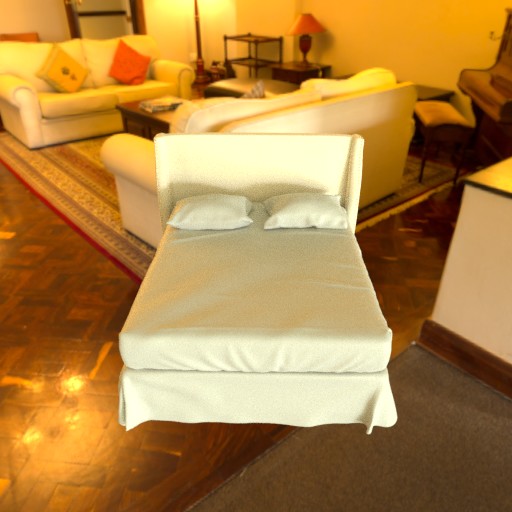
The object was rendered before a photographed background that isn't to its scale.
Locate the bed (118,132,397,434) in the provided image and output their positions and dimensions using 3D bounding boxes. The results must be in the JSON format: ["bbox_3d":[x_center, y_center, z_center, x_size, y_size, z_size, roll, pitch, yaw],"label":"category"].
[{"bbox_3d":[0.000,0.000,3.477,1.925,1.332,2.276,1,31,1],"label":"bed"}]
